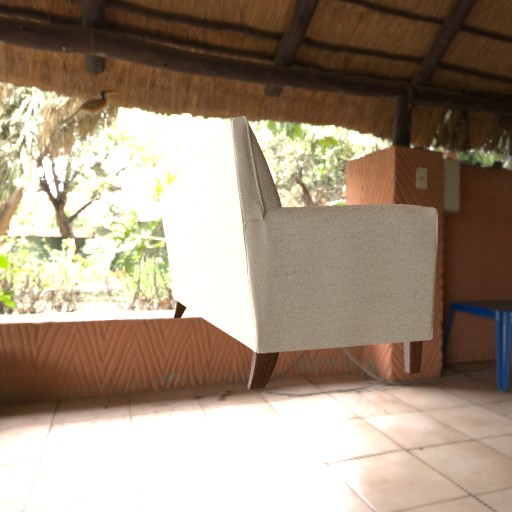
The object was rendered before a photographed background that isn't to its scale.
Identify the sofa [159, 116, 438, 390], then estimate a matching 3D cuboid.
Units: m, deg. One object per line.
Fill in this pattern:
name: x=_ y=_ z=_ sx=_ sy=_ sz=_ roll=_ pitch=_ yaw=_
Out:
sofa: x=0.000 y=0.000 z=2.459 sx=0.841 sy=0.907 sz=2.001 roll=0 pitch=0 yaw=-19
